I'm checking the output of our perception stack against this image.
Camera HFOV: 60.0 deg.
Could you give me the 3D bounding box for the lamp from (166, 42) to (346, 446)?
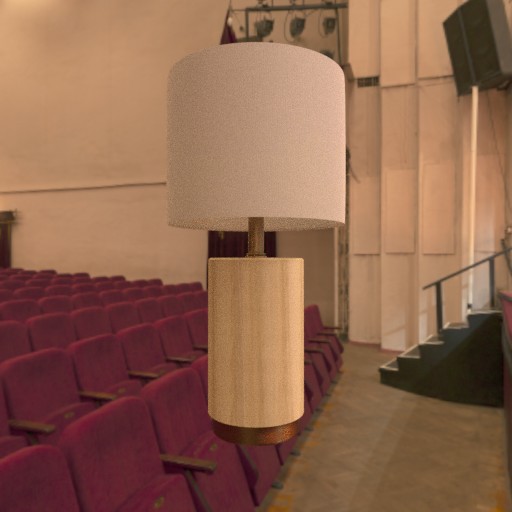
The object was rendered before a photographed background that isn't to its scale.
[{"bbox_3d":[0.000,0.000,0.573,0.228,0.444,0.228,0,-1,18],"label":"lamp"}]
